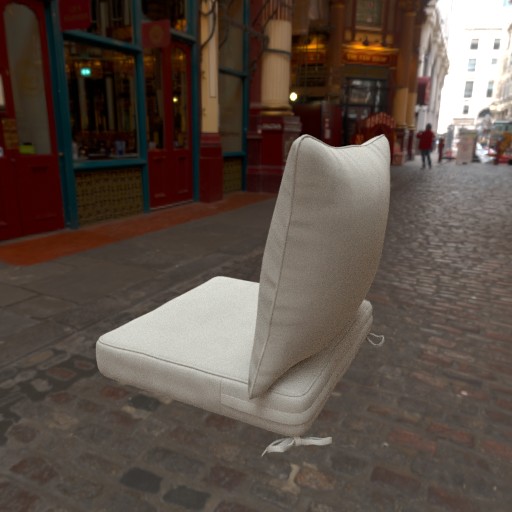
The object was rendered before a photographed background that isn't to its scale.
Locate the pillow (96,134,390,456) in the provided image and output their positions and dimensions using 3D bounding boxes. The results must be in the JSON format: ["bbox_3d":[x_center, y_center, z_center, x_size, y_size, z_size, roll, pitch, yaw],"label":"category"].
[{"bbox_3d":[0.000,0.000,1.349,0.733,0.716,0.798,8,17,26],"label":"pillow"}]
